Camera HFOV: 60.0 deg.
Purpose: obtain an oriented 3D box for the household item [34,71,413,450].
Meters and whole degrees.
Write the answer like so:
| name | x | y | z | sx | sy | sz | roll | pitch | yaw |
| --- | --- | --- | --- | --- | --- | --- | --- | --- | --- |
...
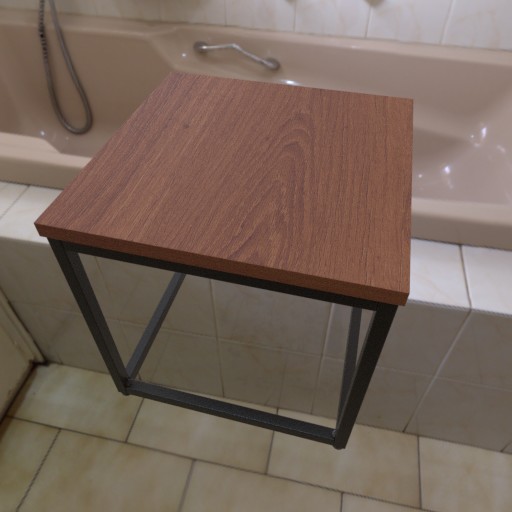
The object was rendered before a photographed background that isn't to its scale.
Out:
| name | x | y | z | sx | sy | sz | roll | pitch | yaw |
| --- | --- | --- | --- | --- | --- | --- | --- | --- | --- |
| household item | 0.000 | 0.000 | 0.728 | 0.400 | 0.400 | 0.400 | 10 | 47 | 10 |
